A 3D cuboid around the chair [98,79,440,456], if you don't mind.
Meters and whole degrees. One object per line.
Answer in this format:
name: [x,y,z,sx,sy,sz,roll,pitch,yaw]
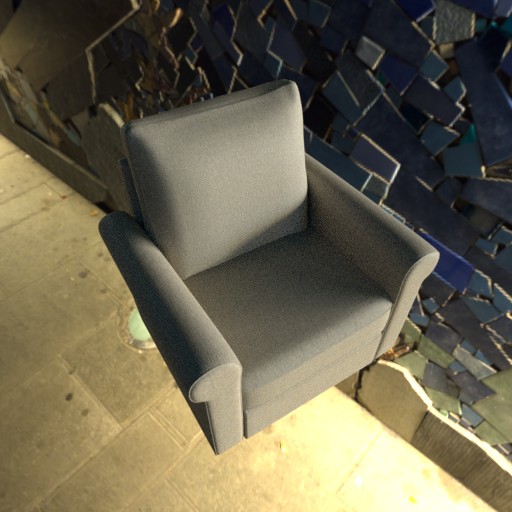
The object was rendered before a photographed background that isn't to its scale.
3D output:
chair: [0.000,0.000,2.234,1.275,1.349,1.180,-24,50,-22]
